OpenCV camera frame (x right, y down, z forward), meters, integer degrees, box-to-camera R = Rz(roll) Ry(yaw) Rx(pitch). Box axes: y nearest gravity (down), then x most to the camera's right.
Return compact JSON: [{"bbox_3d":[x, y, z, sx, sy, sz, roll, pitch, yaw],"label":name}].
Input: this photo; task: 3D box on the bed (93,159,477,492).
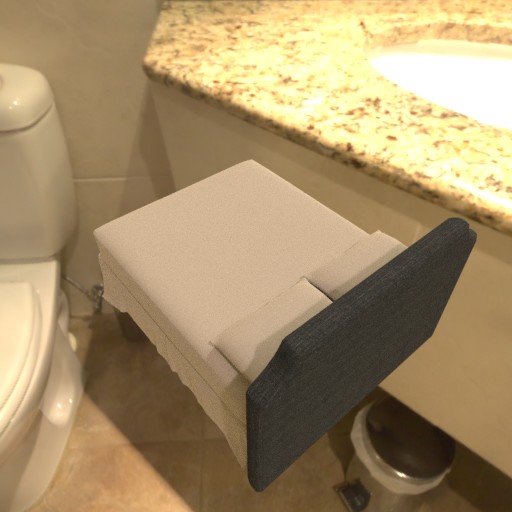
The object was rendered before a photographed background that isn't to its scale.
[{"bbox_3d":[0.000,0.000,3.254,1.828,1.297,2.208,-30,52,-28],"label":"bed"}]
